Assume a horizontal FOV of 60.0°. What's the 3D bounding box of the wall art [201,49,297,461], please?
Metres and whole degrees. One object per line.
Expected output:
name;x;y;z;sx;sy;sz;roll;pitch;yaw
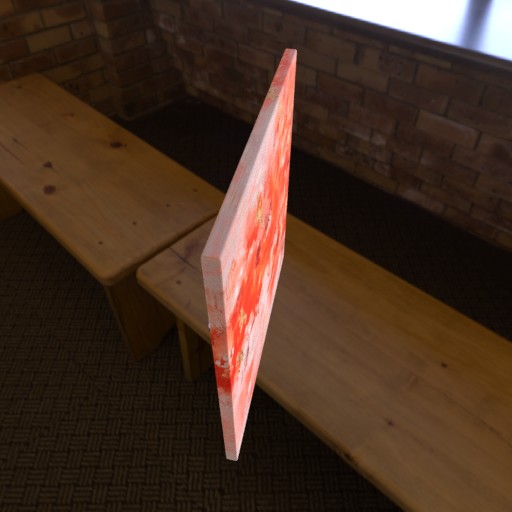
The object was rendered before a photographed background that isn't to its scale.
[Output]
wall art;0.000;0.000;1.325;0.066;0.878;0.878;8;46;8
